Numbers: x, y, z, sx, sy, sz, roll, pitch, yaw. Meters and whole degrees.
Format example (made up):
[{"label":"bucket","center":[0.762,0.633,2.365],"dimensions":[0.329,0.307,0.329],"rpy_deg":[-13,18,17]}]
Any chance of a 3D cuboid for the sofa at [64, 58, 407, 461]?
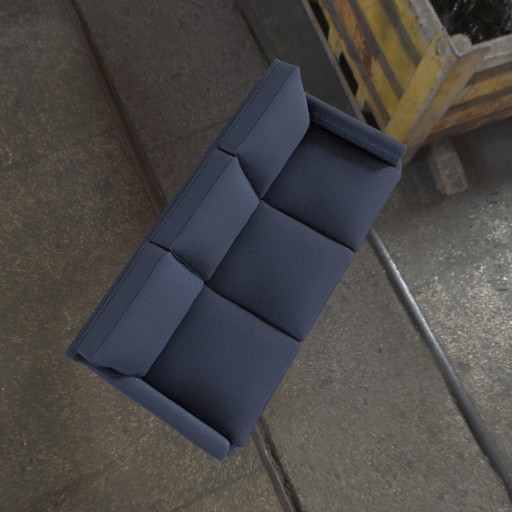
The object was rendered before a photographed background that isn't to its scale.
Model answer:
[{"label":"sofa","center":[0.000,0.000,2.832],"dimensions":[1.084,1.003,2.246],"rpy_deg":[31,78,7]}]
